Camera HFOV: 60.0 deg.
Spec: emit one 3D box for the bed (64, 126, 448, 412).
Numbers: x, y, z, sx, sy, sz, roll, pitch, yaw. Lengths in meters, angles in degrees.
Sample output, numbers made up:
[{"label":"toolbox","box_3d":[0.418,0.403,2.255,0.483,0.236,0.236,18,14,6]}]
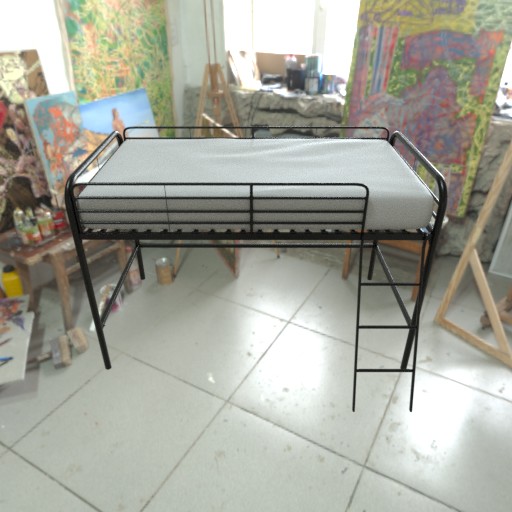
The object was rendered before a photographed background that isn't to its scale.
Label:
[{"label":"bed","box_3d":[0.000,0.000,2.854,1.968,1.289,1.393,0,32,0]}]
